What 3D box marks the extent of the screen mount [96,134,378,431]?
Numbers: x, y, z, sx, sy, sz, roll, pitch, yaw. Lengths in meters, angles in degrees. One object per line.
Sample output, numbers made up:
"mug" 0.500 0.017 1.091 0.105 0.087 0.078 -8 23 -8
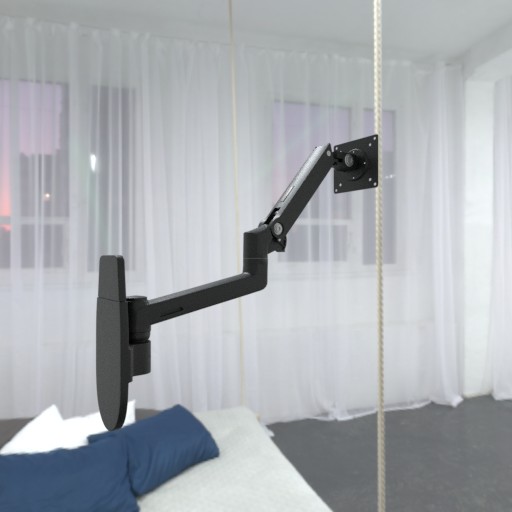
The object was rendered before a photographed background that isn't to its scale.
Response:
"screen mount" 0.000 0.000 0.741 0.495 0.466 0.115 0 0 -37
